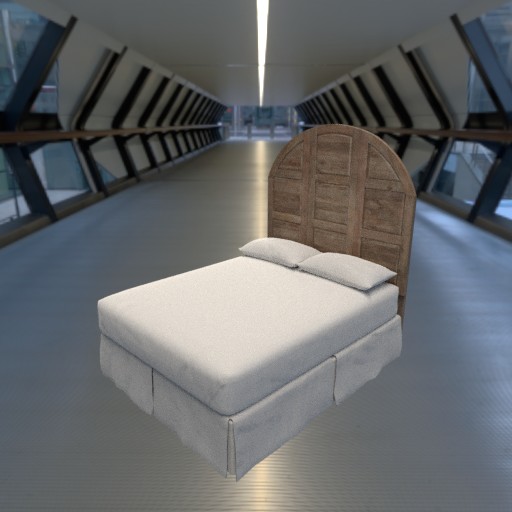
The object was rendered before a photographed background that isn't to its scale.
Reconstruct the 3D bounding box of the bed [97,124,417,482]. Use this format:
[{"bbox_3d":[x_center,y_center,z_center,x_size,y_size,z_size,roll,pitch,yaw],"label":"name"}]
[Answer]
[{"bbox_3d":[0.000,0.000,3.555,1.713,2.002,2.112,17,24,42],"label":"bed"}]
